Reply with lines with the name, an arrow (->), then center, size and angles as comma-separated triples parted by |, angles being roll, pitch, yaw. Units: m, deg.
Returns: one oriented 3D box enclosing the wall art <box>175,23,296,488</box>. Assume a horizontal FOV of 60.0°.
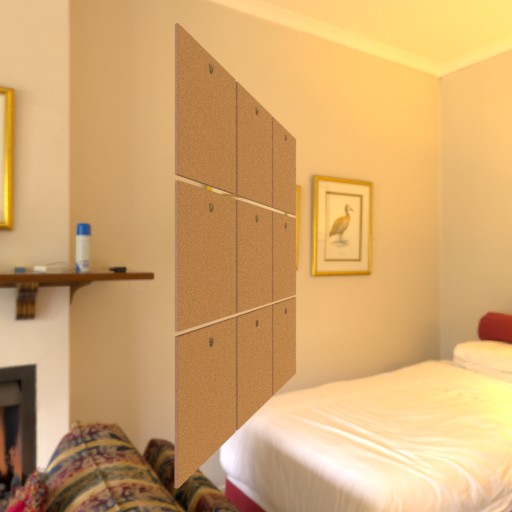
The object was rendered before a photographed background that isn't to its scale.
wall art -> 0.000, 0.000, 2.180 | 0.019, 1.532, 1.533 | 0, 0, 20
